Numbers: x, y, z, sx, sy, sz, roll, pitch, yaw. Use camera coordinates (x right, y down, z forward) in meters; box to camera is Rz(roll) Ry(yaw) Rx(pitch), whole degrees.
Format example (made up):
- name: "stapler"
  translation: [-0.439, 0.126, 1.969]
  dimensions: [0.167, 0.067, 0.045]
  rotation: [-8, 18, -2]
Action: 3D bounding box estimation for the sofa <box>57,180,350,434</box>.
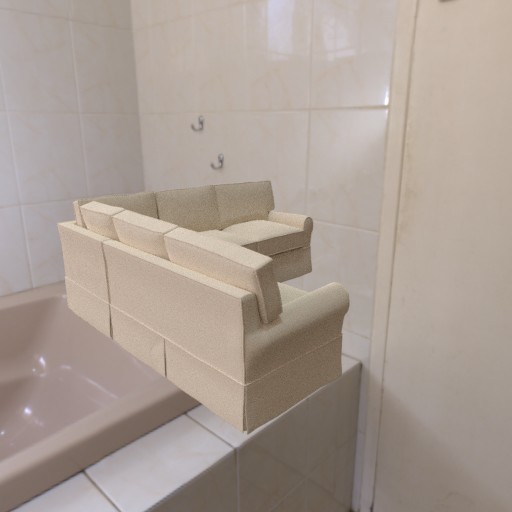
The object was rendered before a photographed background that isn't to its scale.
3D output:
- name: "sofa"
  translation: [0.000, 0.000, 4.092]
  dimensions: [2.597, 1.070, 2.591]
  rotation: [-15, 22, -42]
